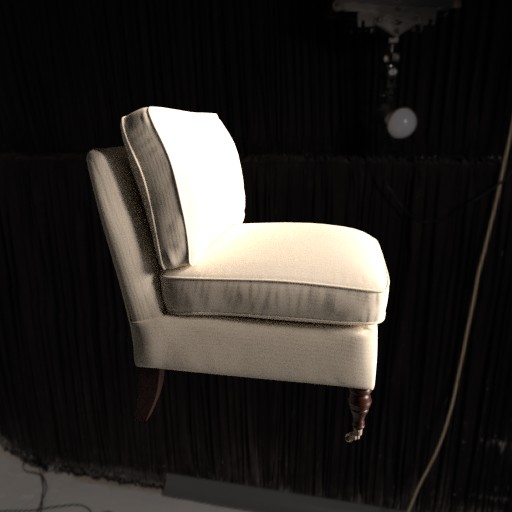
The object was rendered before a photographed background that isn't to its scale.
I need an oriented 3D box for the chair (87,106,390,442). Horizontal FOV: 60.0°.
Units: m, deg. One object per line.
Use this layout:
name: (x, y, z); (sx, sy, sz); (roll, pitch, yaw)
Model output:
chair: (0.000, 0.000, 1.416); (0.781, 0.887, 0.630); (3, 16, 10)
